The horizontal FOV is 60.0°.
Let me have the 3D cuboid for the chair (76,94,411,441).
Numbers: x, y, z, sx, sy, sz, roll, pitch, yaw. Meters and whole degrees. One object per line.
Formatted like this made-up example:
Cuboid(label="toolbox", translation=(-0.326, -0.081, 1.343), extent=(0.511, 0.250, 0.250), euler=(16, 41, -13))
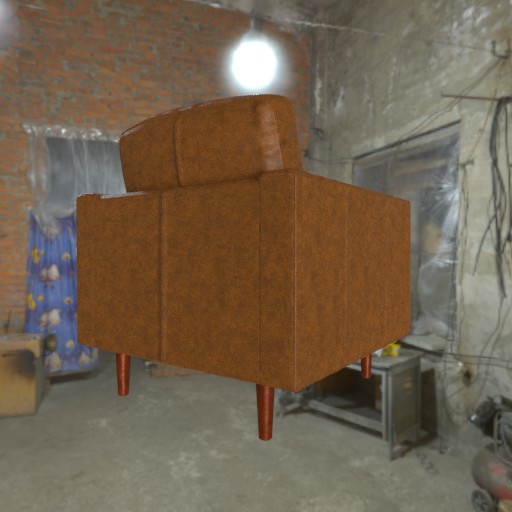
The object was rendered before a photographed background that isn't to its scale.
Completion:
Cuboid(label="chair", translation=(0.000, 0.000, 1.645), extent=(0.890, 0.956, 0.909), euler=(1, 1, 36))
